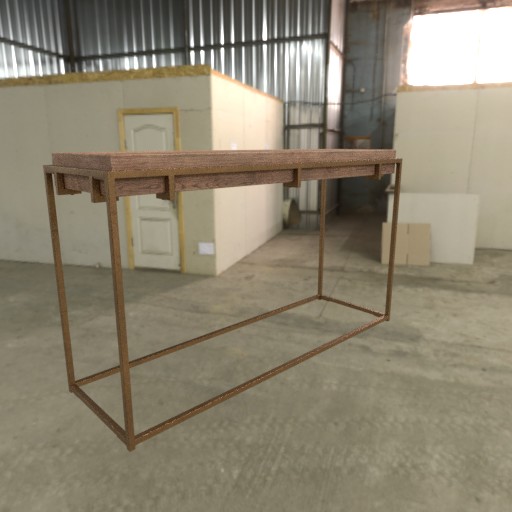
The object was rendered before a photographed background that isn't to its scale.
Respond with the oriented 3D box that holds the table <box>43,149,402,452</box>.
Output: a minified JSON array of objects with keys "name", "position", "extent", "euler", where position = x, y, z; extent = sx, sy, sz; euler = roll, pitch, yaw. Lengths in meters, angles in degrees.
[{"name":"table","position":[0.000,0.000,1.775],"extent":[1.400,0.820,0.440],"euler":[-13,19,-42]}]
